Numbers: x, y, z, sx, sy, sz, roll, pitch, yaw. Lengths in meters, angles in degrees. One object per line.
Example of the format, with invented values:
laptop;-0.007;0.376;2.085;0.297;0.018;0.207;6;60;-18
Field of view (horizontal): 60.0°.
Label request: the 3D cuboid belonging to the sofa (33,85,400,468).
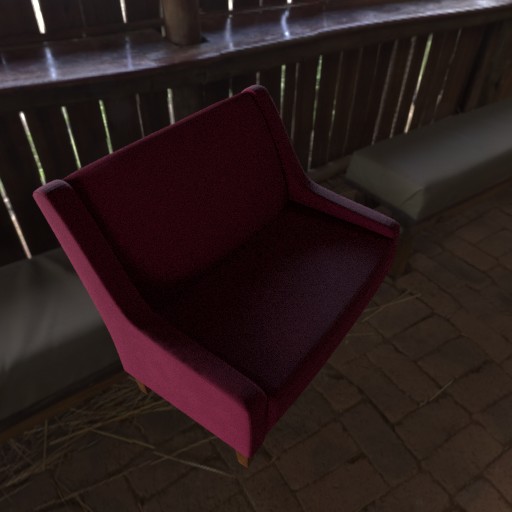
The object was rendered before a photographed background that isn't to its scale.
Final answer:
sofa;0.000;0.000;1.922;0.946;0.976;1.242;25;46;27
